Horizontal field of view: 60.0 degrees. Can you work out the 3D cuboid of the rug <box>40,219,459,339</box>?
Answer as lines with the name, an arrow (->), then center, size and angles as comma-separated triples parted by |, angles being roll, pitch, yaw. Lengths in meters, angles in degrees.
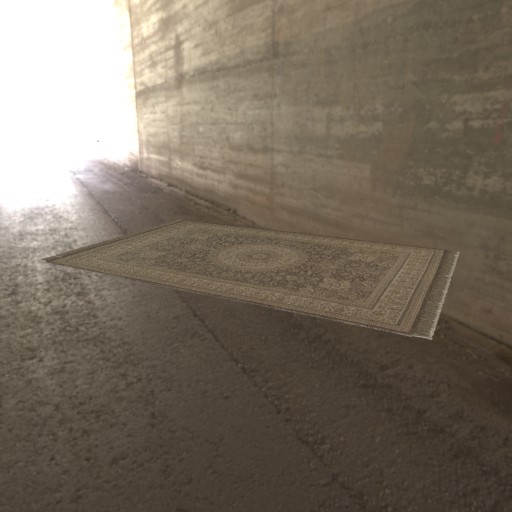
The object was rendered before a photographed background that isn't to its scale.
rug -> 0.000, 0.000, 3.018 | 2.440, 0.010, 1.528 | 8, 18, 27
